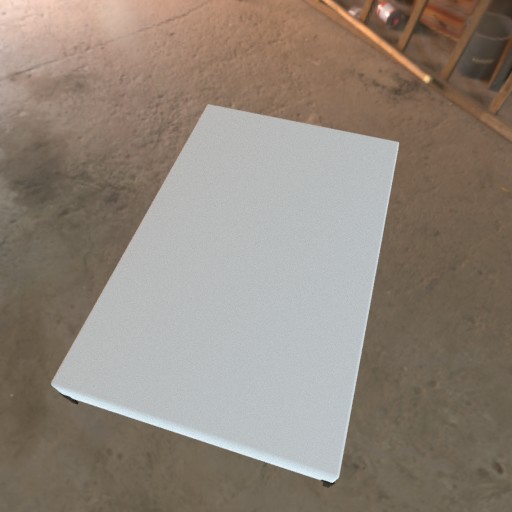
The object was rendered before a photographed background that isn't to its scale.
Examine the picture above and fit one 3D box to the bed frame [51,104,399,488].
[{"bbox_3d":[0.000,0.000,3.705,1.930,0.440,2.987,14,58,9],"label":"bed frame"}]
